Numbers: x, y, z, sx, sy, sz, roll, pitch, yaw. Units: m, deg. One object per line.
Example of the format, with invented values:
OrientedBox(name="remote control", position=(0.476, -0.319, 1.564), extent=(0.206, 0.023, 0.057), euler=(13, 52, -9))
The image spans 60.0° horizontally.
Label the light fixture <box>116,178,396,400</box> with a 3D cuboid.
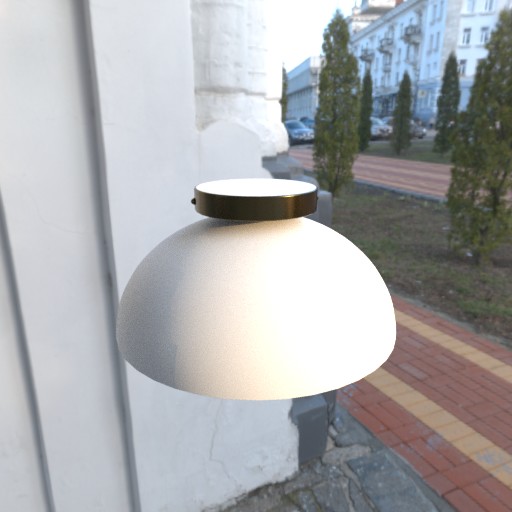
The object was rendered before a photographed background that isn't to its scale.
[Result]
OrientedBox(name="light fixture", position=(0.000, 0.000, 0.562), extent=(0.355, 0.177, 0.355), euler=(0, 17, 0))
